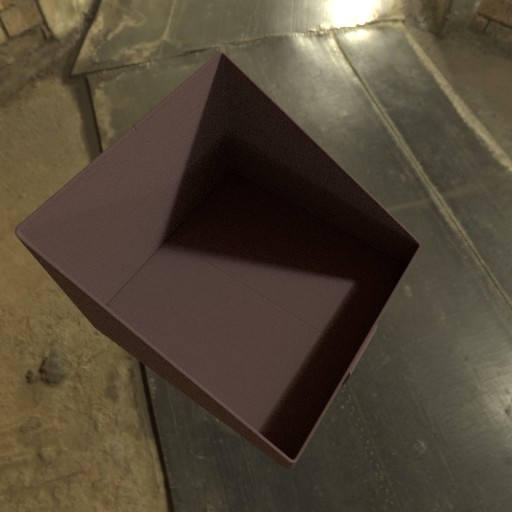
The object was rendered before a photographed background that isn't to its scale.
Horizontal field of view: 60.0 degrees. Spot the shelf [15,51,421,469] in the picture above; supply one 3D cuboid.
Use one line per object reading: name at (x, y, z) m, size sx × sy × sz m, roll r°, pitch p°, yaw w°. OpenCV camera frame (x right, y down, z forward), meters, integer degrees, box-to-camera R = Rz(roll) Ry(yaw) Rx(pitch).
shelf at (0.000, 0.000, 0.476) m, size 0.292 × 0.210 × 0.292 m, roll 30°, pitch 64°, yaw 17°
